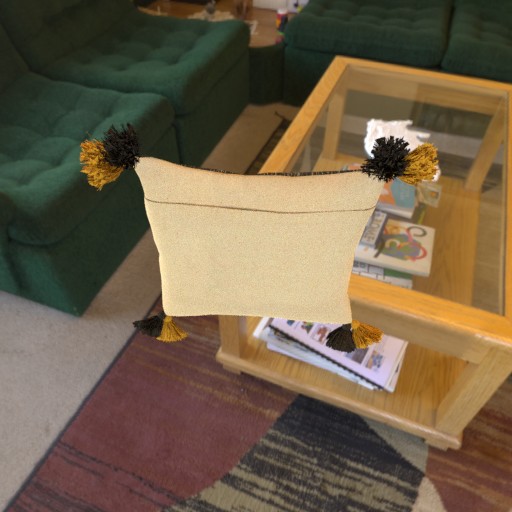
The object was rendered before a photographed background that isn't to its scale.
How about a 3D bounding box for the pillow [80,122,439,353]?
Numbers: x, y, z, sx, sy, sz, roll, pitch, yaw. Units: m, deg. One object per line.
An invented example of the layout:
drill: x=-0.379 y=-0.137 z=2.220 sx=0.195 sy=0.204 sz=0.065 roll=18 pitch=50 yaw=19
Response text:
pillow: x=0.000 y=0.000 z=0.974 sx=0.654 sy=0.659 sz=0.139 roll=3 pitch=47 yaw=3
